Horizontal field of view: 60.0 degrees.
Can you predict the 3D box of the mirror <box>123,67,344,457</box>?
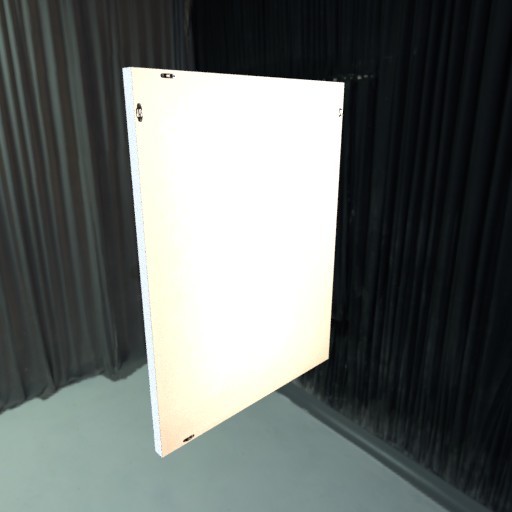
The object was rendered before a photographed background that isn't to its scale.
[{"bbox_3d":[0.000,0.000,1.352,0.762,1.016,0.040,-17,24,-41],"label":"mirror"}]
